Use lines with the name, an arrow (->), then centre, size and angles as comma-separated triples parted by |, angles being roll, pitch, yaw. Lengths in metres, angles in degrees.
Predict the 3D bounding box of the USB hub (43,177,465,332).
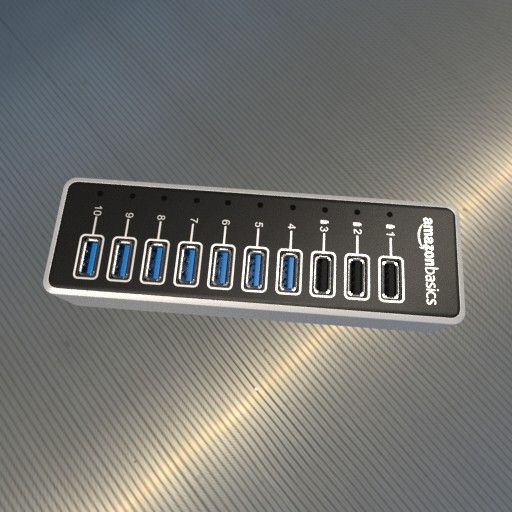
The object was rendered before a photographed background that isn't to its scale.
USB hub -> 0.000, 0.000, 0.167 | 0.145, 0.023, 0.044 | 4, 73, 1
